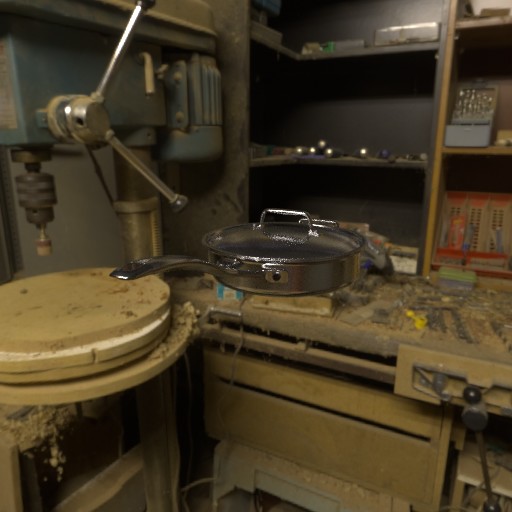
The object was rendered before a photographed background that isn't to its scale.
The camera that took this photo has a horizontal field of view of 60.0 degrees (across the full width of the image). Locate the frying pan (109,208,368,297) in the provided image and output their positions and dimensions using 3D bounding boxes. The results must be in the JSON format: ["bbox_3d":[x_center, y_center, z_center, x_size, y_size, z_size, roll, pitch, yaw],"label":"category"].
[{"bbox_3d":[0.000,0.000,0.672,0.280,0.114,0.561,8,17,27],"label":"frying pan"}]
